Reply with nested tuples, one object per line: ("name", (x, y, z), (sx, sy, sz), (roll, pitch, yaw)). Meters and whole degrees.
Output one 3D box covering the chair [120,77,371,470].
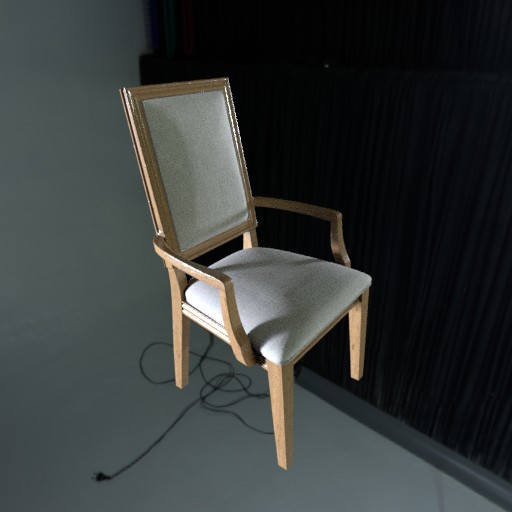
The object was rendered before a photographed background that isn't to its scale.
("chair", (0.000, 0.000, 1.387), (0.602, 0.990, 0.606), (19, 32, 33))
